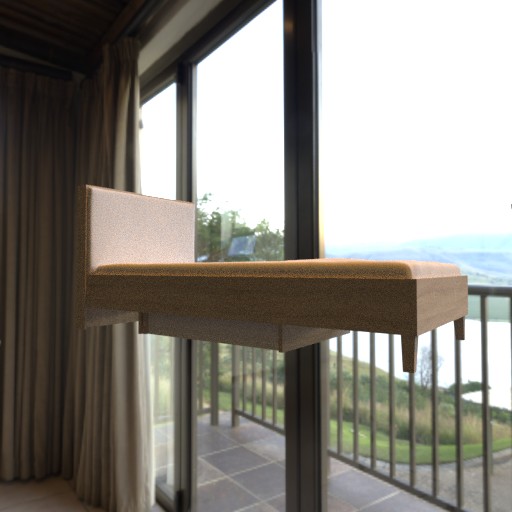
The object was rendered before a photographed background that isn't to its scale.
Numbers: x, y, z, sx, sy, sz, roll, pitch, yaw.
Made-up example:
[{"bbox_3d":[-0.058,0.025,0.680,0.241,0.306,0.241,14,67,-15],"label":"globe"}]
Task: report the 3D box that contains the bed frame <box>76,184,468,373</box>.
[{"bbox_3d":[0.000,0.000,2.644,2.140,0.920,0.990,-1,-2,36],"label":"bed frame"}]
